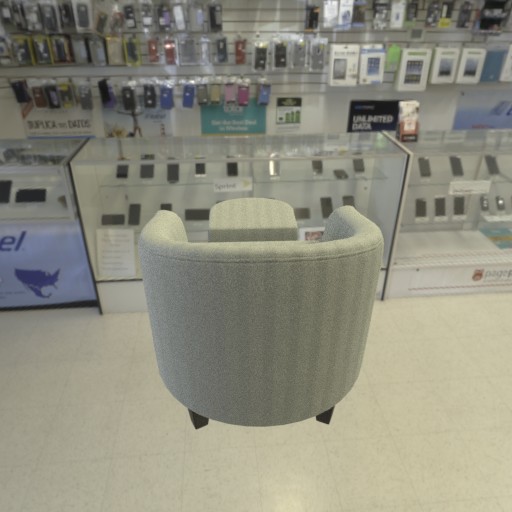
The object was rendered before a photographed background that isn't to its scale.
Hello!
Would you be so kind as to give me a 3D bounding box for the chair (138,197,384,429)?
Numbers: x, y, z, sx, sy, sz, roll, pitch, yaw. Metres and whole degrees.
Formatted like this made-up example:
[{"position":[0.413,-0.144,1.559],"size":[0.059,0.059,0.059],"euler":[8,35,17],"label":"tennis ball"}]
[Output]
[{"position":[0.000,0.000,1.754],"size":[0.756,0.757,1.288],"euler":[-1,30,-2],"label":"chair"}]
